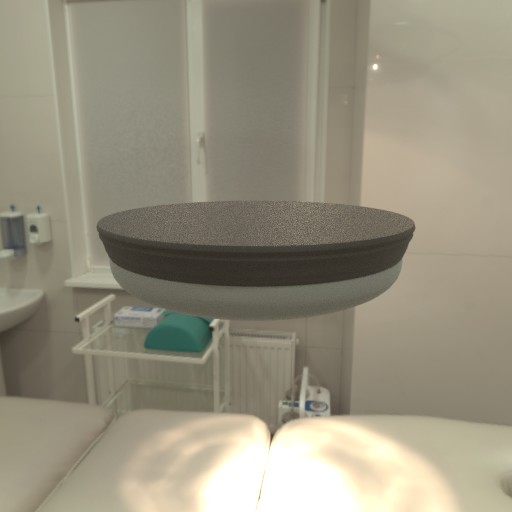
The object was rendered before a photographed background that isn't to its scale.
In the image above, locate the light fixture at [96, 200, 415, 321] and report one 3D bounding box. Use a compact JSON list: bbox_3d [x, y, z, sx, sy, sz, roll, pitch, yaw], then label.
[{"bbox_3d":[0.000,0.000,0.552,0.368,0.100,0.368,0,13,0],"label":"light fixture"}]
